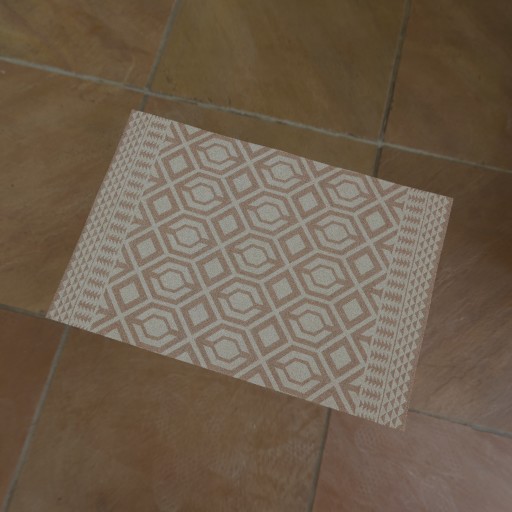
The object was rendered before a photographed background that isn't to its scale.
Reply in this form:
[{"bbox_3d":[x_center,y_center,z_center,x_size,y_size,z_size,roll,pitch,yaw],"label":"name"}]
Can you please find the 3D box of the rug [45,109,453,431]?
[{"bbox_3d":[0.000,0.000,2.291,1.829,0.008,1.219,16,77,4],"label":"rug"}]
